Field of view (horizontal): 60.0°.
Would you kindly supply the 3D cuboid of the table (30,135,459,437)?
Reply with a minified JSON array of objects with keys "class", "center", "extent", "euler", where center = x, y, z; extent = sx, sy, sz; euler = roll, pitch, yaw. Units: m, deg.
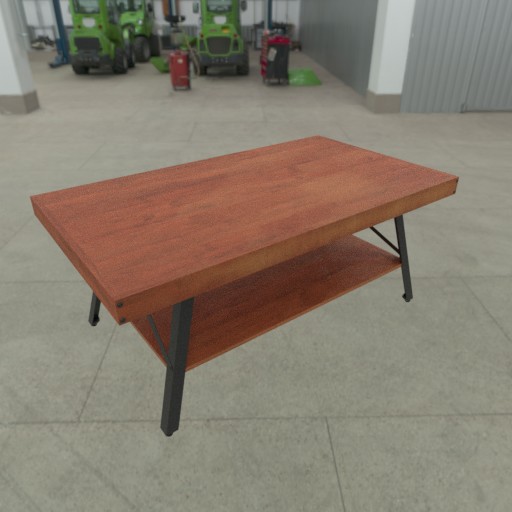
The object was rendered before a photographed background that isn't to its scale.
[{"class":"table","center":[0.000,0.000,1.372],"extent":[1.067,0.457,0.610],"euler":[-20,35,-31]}]
